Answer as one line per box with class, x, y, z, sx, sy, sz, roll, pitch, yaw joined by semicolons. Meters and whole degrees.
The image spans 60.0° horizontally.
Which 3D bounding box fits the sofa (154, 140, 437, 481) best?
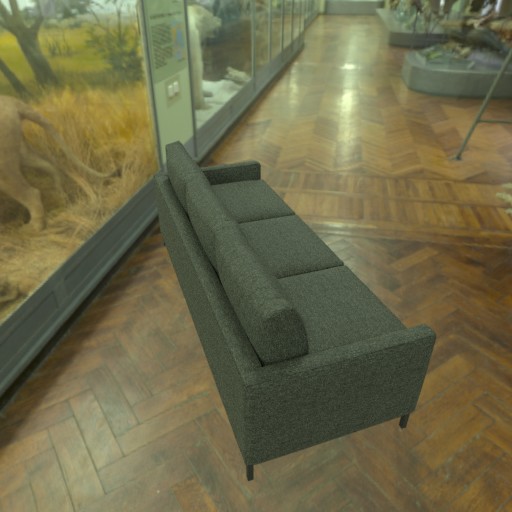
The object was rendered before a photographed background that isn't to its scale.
sofa;0.000;0.000;2.707;0.876;0.879;2.253;-11;33;-17
